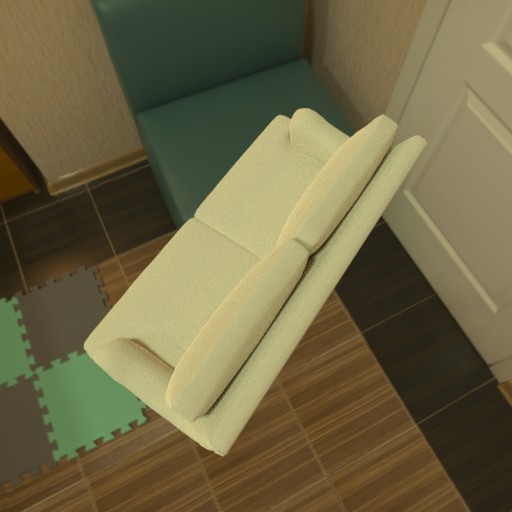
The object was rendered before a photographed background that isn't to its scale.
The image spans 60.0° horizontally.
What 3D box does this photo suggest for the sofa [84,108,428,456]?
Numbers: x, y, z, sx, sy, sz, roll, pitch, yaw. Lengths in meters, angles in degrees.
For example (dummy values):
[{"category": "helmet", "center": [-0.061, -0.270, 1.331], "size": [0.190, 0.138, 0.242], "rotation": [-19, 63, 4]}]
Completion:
[{"category": "sofa", "center": [0.000, 0.000, 2.815], "size": [1.086, 1.087, 2.159], "rotation": [32, 69, 14]}]
